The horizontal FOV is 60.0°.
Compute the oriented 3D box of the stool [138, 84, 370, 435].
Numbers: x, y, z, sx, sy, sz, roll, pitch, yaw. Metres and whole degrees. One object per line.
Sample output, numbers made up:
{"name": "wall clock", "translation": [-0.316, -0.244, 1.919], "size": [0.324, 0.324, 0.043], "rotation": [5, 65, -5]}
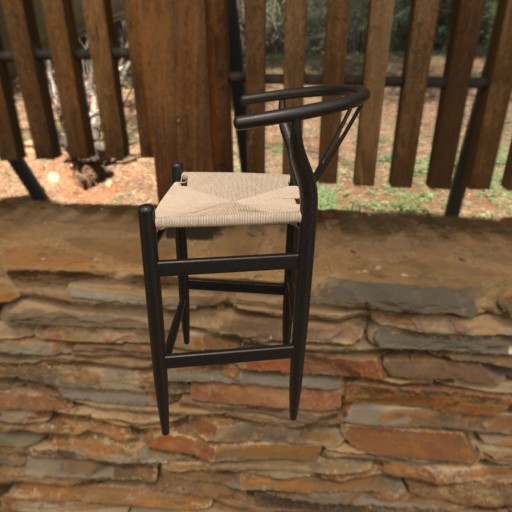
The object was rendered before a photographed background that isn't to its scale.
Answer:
{"name": "stool", "translation": [0.000, 0.000, 1.352], "size": [0.579, 0.970, 0.569], "rotation": [0, 24, 0]}
